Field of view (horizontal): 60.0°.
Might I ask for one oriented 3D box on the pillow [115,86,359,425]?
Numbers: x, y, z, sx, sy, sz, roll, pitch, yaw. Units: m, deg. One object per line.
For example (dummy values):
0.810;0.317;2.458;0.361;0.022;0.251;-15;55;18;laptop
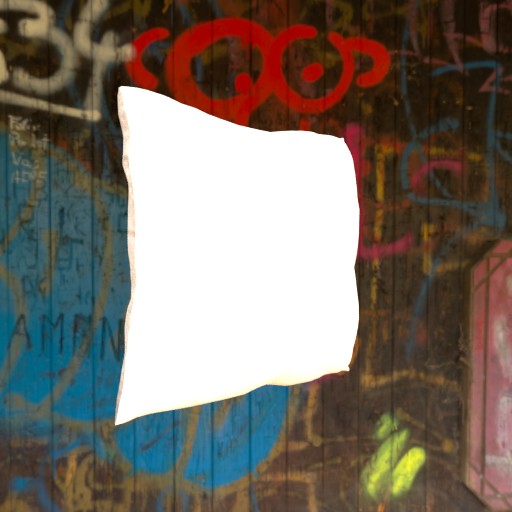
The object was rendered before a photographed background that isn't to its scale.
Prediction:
0.000;0.000;0.707;0.450;0.448;0.245;-1;2;-36;pillow
